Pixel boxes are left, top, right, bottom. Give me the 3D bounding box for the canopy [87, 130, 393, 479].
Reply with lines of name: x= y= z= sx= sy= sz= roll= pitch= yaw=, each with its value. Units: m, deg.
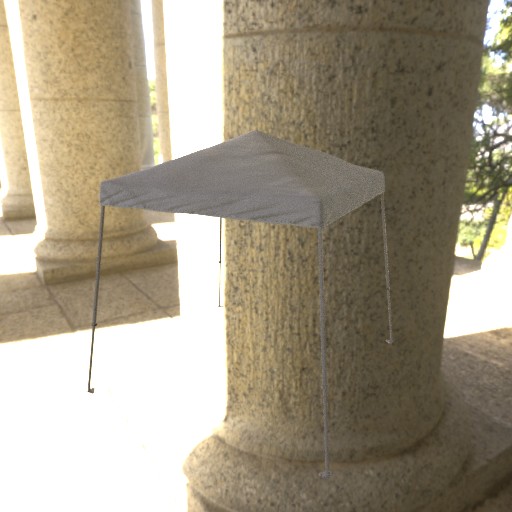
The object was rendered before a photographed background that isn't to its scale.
canopy: x=0.000 y=0.000 z=6.587 sx=3.600 sy=3.600 sz=3.599 roll=8 pitch=18 yaw=26
